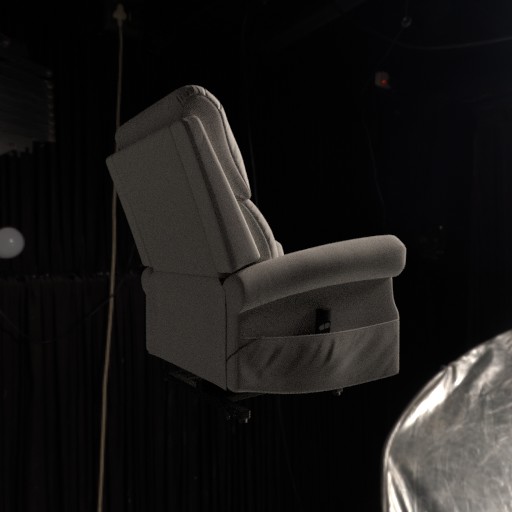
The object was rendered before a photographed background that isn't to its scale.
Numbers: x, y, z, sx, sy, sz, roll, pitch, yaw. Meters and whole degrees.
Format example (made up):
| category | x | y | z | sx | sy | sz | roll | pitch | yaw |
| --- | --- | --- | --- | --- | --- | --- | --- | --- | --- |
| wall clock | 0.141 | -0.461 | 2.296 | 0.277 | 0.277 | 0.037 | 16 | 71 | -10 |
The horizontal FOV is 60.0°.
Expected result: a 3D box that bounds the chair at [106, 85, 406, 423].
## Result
| category | x | y | z | sx | sy | sz | roll | pitch | yaw |
| --- | --- | --- | --- | --- | --- | --- | --- | --- | --- |
| chair | 0.000 | 0.000 | 1.762 | 0.979 | 1.031 | 0.871 | -1 | 1 | -36 |
